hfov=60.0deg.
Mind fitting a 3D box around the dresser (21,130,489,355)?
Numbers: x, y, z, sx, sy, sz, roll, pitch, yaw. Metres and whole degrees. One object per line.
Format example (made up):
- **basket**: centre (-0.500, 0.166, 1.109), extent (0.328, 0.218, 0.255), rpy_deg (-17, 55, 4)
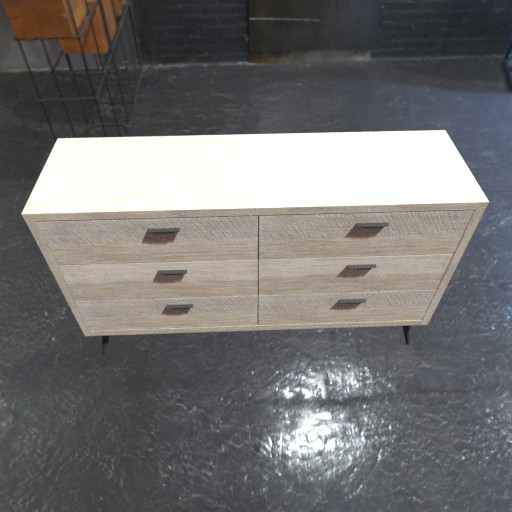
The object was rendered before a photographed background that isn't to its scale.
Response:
- **dresser**: centre (0.000, 0.000, 1.921), extent (1.524, 0.914, 0.457), rpy_deg (-2, 47, -2)
